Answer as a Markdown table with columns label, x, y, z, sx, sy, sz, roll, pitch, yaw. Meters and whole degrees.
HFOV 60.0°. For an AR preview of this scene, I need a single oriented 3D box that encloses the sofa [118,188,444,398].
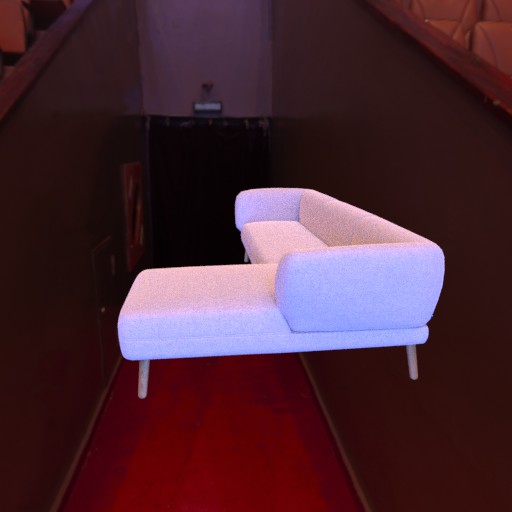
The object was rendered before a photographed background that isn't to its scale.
| label | x | y | z | sx | sy | sz | roll | pitch | yaw |
| --- | --- | --- | --- | --- | --- | --- | --- | --- | --- |
| sofa | 0.000 | 0.000 | 3.285 | 1.610 | 0.730 | 2.660 | -2 | 15 | -7 |
